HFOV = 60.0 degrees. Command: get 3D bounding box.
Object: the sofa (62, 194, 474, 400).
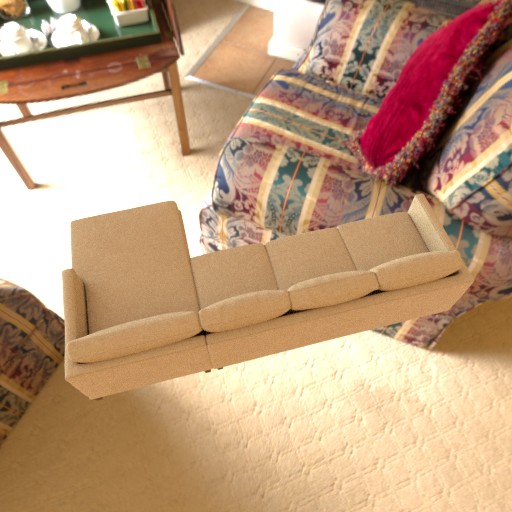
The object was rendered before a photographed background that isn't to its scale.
[{"bbox_3d":[0.000,0.000,3.918,3.186,0.846,1.625,-12,59,-8],"label":"sofa"}]
